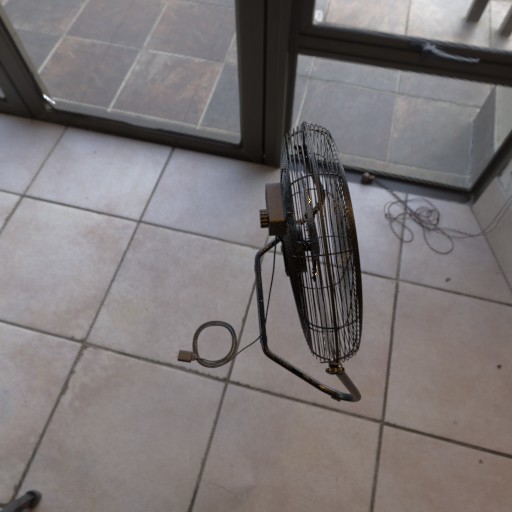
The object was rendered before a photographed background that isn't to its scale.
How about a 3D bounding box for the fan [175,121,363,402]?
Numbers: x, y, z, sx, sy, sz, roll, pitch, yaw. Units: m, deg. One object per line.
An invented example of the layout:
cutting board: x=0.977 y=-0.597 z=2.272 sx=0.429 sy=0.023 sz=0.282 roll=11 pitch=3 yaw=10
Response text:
fan: x=0.000 y=0.000 z=0.927 sx=0.424 sy=0.546 sz=0.555 roll=-4 pitch=63 yaw=-2
